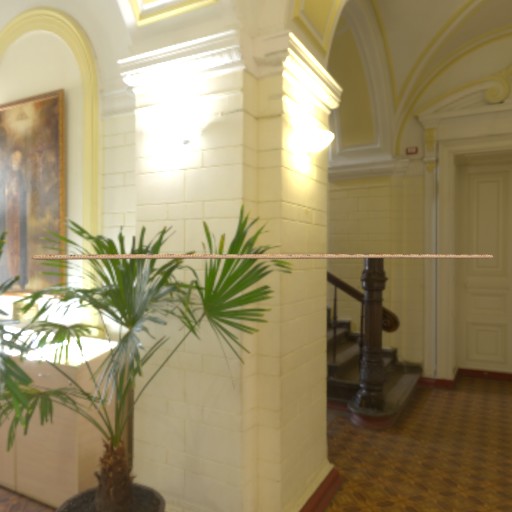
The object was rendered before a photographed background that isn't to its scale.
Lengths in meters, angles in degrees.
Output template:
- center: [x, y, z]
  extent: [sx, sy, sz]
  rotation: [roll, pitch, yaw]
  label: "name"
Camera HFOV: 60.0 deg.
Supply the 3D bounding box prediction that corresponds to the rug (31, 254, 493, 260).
- center: [0.000, 0.000, 2.972]
  extent: [2.464, 0.023, 1.521]
  rotation: [0, 0, -17]
  label: "rug"
